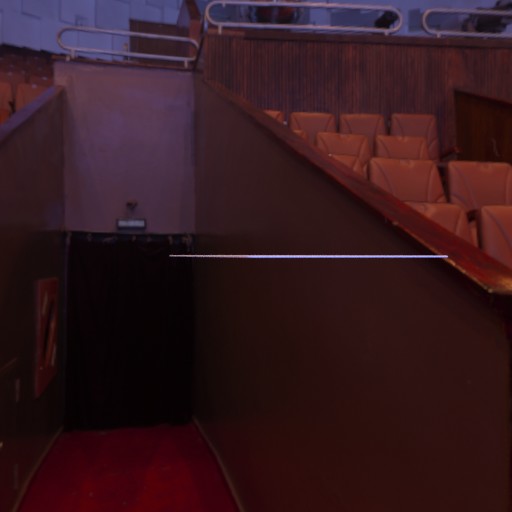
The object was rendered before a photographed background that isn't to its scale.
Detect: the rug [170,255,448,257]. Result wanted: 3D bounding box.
[{"bbox_3d":[0.000,0.000,2.713,0.806,0.006,2.431,0,0,-17],"label":"rug"}]
